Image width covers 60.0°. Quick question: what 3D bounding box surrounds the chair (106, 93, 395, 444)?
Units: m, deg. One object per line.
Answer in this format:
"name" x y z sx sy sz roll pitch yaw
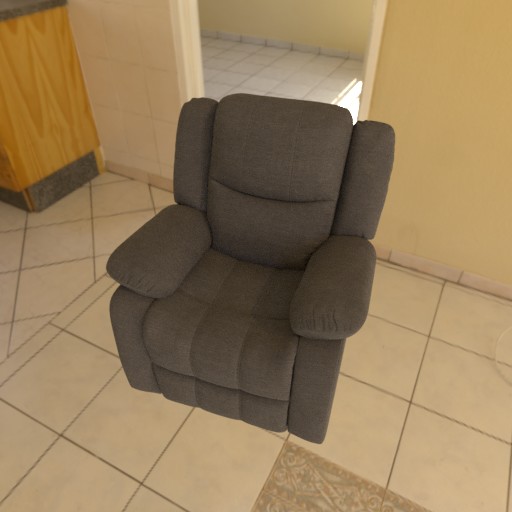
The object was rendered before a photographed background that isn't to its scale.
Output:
"chair" 0.000 0.000 1.732 0.899 1.008 0.944 12 42 13
